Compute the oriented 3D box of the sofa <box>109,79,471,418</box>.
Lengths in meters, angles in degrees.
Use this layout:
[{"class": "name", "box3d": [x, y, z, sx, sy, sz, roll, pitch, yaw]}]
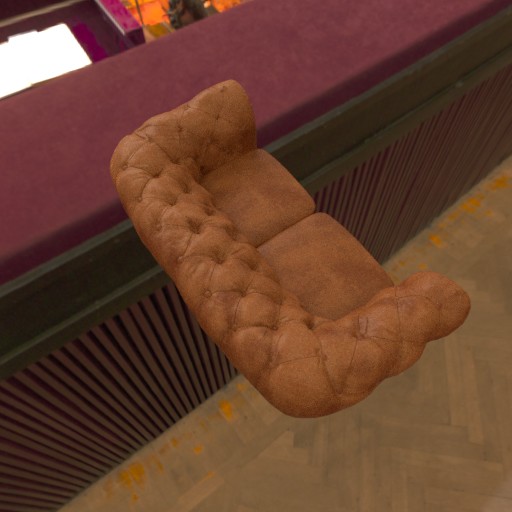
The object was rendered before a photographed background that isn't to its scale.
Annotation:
[{"class": "sofa", "box3d": [0.000, 0.000, 2.544, 1.042, 0.877, 1.979, -31, 63, -18]}]
